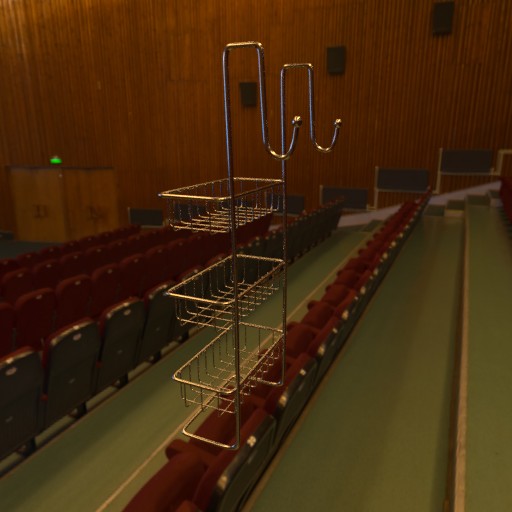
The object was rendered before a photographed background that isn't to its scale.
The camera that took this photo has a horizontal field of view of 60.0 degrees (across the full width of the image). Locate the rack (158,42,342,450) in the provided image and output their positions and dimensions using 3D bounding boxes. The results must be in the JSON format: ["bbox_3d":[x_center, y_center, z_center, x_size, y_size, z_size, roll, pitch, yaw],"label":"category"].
[{"bbox_3d":[0.000,0.000,0.690,0.202,0.574,0.228,7,18,23],"label":"rack"}]
